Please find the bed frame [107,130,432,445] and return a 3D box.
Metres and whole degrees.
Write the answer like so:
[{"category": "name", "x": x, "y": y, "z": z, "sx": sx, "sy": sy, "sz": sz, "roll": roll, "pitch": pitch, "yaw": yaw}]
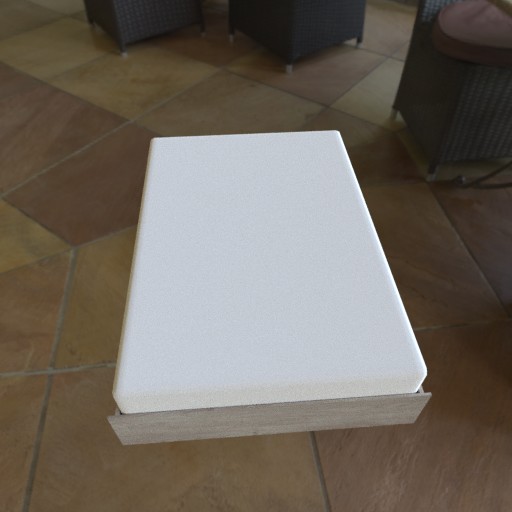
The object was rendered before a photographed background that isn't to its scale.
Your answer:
[{"category": "bed frame", "x": 0.000, "y": 0.000, "z": 2.670, "sx": 1.445, "sy": 0.497, "sz": 1.945, "roll": -3, "pitch": 48, "yaw": -3}]
